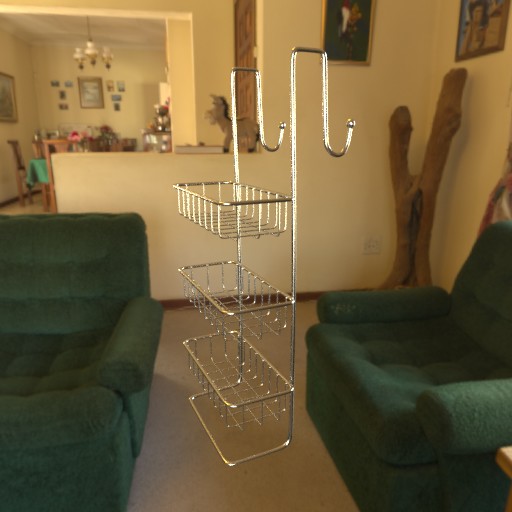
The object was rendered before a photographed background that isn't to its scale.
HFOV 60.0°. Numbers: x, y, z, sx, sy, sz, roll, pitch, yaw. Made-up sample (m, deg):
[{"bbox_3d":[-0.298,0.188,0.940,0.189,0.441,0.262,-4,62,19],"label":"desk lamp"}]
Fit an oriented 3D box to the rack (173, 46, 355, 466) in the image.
[{"bbox_3d":[0.000,0.000,0.694,0.202,0.574,0.228,-7,17,-24],"label":"rack"}]
